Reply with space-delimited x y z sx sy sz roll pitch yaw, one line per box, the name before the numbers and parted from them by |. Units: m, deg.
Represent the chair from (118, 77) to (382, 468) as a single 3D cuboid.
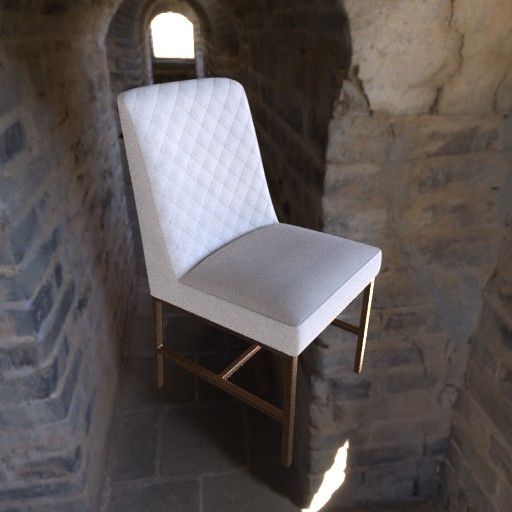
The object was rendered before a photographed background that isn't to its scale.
chair | 0.000 0.000 1.312 0.597 0.933 0.503 19 33 32
